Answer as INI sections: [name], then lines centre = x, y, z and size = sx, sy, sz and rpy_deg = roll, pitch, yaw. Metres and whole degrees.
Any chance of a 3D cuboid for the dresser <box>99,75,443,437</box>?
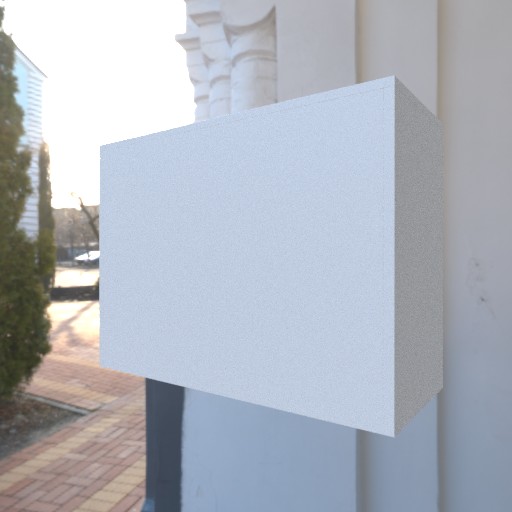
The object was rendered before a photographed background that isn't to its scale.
[dresser]
centre = 0.000, 0.000, 1.510
size = 1.100, 0.820, 0.460
rpy_deg = 0, 0, 36
